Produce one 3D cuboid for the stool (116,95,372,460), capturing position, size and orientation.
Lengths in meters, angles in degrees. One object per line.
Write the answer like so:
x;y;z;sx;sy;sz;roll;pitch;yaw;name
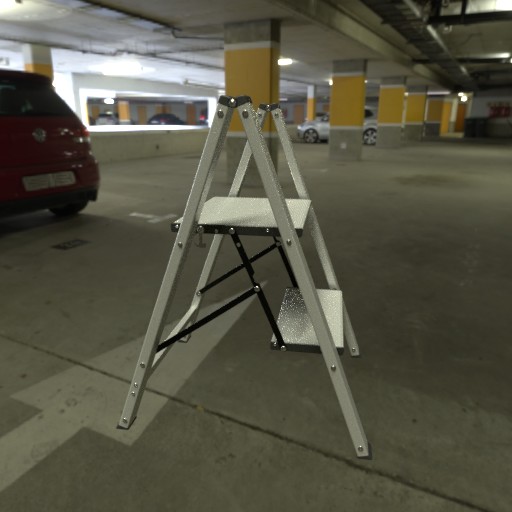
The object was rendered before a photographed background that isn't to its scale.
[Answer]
0.000;0.000;1.009;0.535;0.670;0.440;3;17;9;stool
